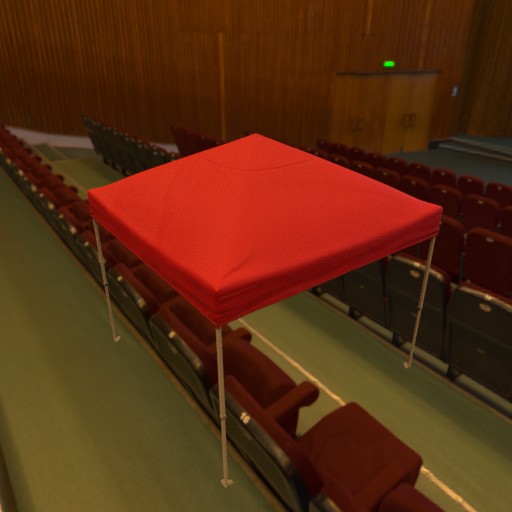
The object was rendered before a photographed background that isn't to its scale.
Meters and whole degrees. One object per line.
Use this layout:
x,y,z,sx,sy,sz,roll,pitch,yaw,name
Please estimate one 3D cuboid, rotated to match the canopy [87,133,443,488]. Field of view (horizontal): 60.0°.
0.000,0.000,5.515,2.998,2.997,2.996,-19,32,-32,canopy
